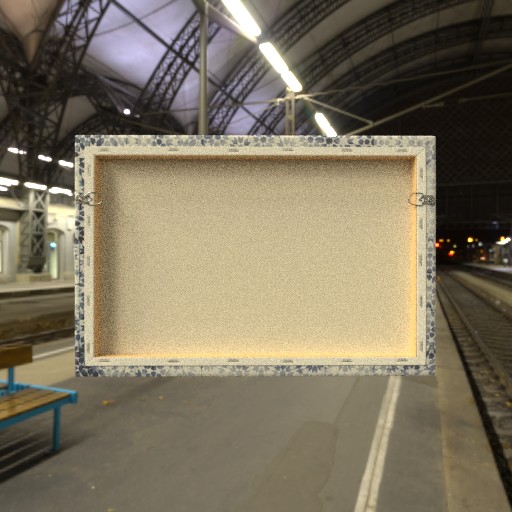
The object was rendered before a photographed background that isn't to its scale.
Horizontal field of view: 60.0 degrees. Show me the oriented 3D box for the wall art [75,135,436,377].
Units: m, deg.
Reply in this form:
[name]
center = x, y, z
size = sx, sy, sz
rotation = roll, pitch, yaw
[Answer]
[wall art]
center = 0.000, 0.000, 0.759
size = 0.608, 0.406, 0.030
rotation = 0, 0, -1
